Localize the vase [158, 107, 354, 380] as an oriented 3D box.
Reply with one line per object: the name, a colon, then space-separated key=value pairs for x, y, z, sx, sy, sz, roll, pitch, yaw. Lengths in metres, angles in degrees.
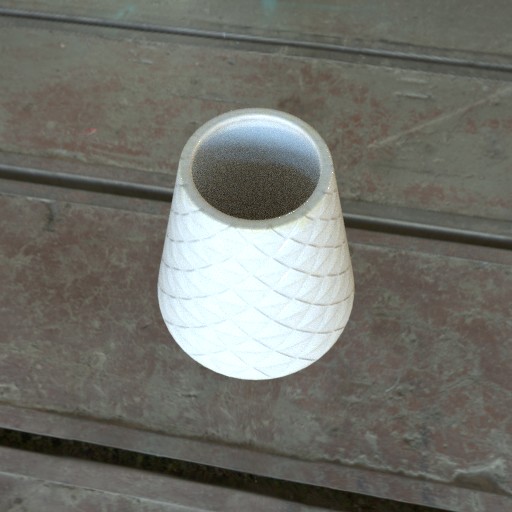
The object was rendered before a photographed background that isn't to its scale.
vase: x=0.000 y=0.000 z=0.354 sx=0.175 sy=0.230 sz=0.175 roll=0 pitch=63 yaw=0
